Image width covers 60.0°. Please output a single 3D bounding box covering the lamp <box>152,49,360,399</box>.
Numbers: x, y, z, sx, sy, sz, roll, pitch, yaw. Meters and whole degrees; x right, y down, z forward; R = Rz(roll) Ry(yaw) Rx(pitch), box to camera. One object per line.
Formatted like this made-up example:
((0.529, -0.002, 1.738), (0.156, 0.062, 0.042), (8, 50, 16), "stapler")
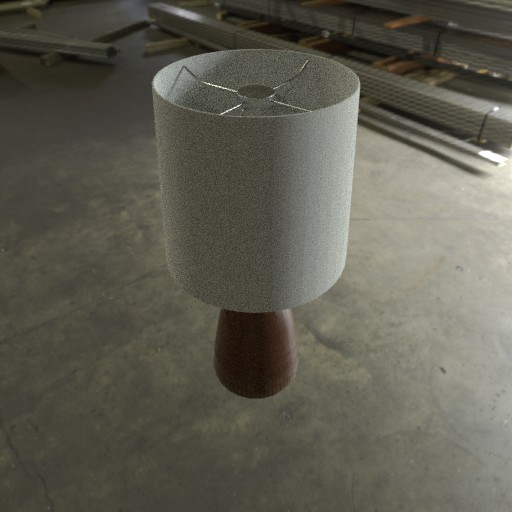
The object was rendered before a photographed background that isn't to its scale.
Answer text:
((0.000, 0.000, 0.471), (0.186, 0.369, 0.186), (0, 39, 0), "lamp")
